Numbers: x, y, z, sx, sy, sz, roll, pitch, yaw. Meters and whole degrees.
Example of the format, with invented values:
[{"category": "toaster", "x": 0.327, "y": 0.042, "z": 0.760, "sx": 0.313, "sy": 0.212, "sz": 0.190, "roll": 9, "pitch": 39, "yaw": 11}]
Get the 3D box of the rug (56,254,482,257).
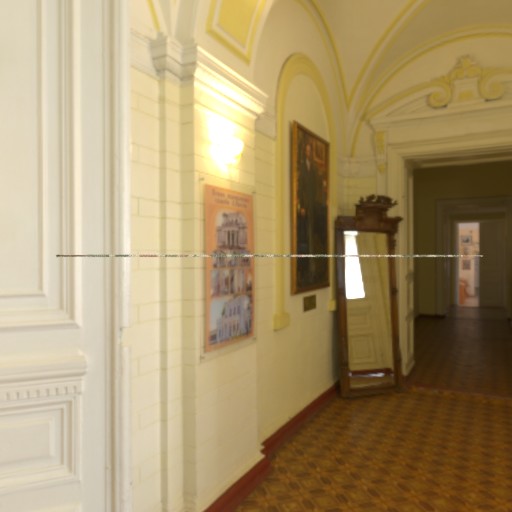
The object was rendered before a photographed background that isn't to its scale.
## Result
[{"category": "rug", "x": 0.000, "y": 0.000, "z": 2.351, "sx": 1.829, "sy": 0.010, "sz": 1.219, "roll": 0, "pitch": 0, "yaw": -17}]
